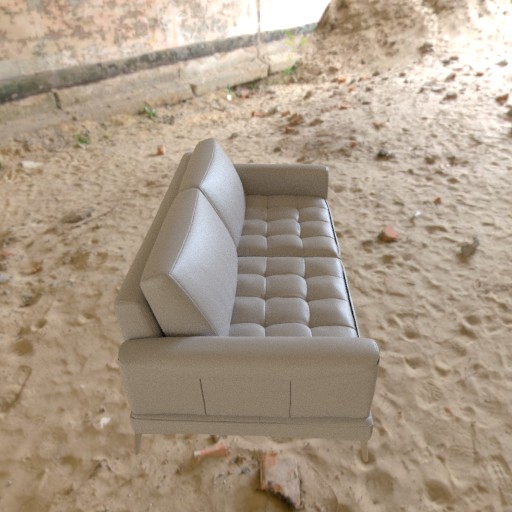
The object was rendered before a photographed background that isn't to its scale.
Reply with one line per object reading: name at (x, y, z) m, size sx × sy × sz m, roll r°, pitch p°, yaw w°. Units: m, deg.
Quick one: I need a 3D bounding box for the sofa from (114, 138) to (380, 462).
sofa at (0.000, 0.000, 2.721) m, size 1.121 × 0.930 × 2.177 m, roll 1°, pitch 33°, yaw 1°
